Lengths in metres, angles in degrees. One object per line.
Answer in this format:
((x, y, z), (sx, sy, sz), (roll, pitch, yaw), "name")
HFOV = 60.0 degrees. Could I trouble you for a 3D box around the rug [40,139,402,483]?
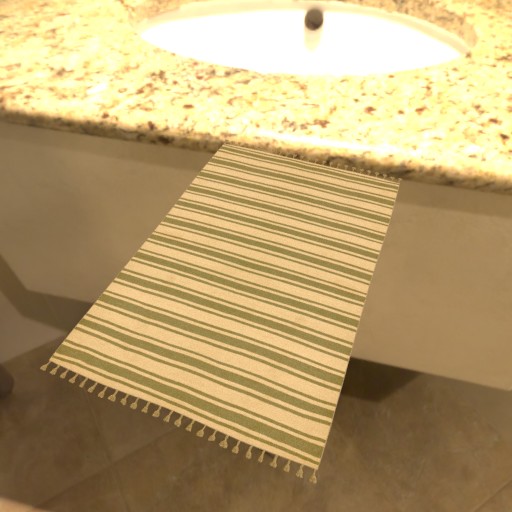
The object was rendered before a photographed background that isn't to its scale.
((0.000, 0.000, 2.947), (1.540, 0.018, 2.435), (16, 49, 15), "rug")
